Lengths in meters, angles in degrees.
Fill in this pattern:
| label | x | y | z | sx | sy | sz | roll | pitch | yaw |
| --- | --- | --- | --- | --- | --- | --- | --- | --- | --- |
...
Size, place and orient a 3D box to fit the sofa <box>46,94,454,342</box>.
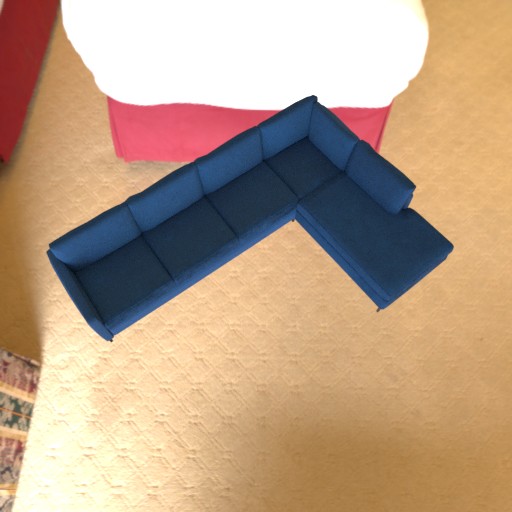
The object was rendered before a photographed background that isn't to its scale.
| label | x | y | z | sx | sy | sz | roll | pitch | yaw |
| --- | --- | --- | --- | --- | --- | --- | --- | --- | --- |
| sofa | 0.000 | 0.000 | 3.282 | 2.486 | 0.687 | 1.707 | -34 | 68 | -16 |
